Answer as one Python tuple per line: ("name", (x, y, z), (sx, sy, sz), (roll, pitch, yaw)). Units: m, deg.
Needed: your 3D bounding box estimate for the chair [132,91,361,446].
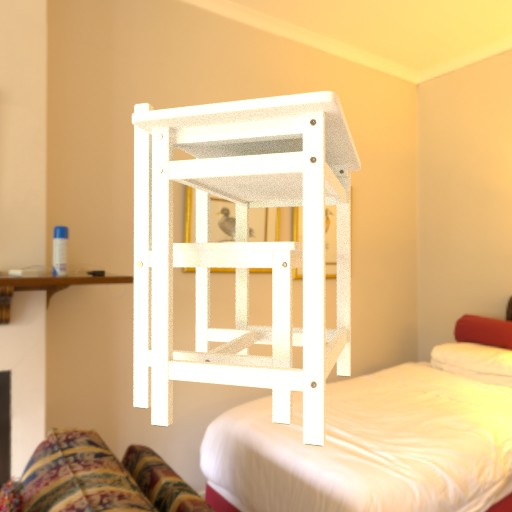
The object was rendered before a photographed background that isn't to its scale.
("chair", (0.000, 0.000, 1.078), (0.461, 0.673, 0.599), (0, -1, 17))
